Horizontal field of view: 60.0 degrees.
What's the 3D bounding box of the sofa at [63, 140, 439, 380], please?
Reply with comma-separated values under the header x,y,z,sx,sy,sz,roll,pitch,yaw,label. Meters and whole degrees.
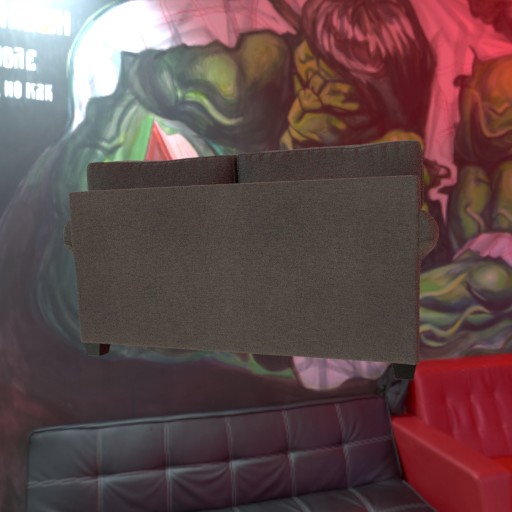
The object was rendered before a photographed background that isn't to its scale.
x,y,z,sx,sy,sz,roll,pitch,yaw,label
0.000,0.000,2.287,1.701,0.966,0.966,0,0,17,sofa
